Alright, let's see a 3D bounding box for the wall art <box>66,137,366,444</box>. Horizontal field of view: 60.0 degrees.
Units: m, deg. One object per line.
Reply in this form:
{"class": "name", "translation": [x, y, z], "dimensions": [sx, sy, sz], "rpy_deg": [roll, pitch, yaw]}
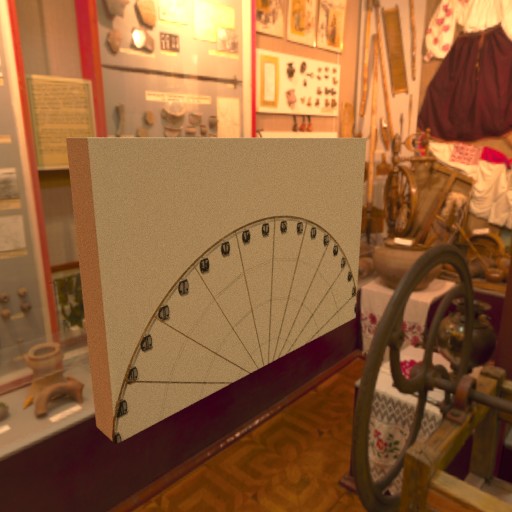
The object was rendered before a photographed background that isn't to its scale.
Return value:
{"class": "wall art", "translation": [0.000, 0.000, 0.493], "dimensions": [0.039, 0.254, 0.384], "rpy_deg": [14, 20, 42]}
